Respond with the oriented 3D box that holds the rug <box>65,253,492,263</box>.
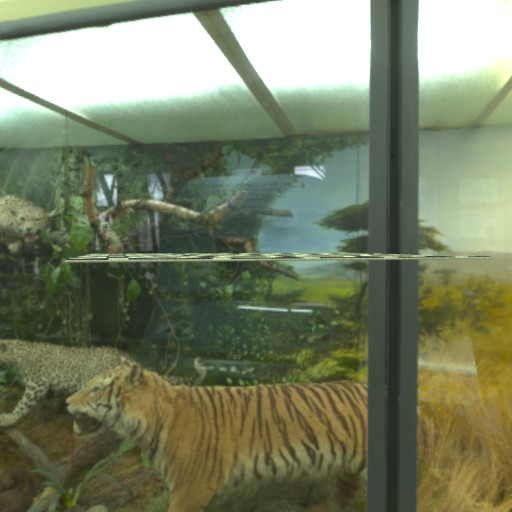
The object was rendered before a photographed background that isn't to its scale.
[{"bbox_3d":[0.000,0.000,4.145,3.049,0.021,2.466,0,1,-17],"label":"rug"}]
